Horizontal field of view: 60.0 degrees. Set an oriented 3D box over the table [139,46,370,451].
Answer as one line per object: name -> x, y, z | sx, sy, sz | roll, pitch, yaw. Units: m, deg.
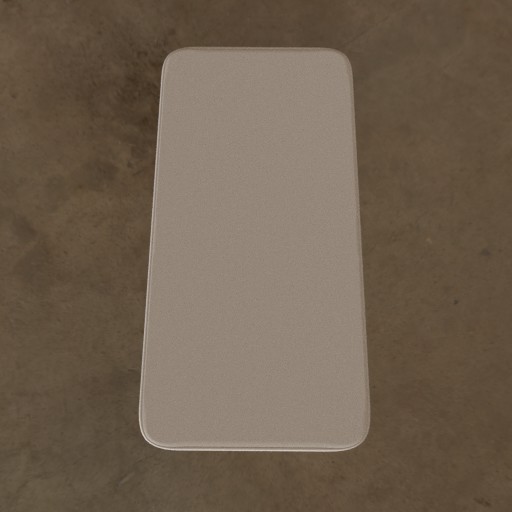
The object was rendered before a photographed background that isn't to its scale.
table -> 0.000, 0.000, 1.644 | 0.610, 0.729, 1.219 | 0, 76, 0
